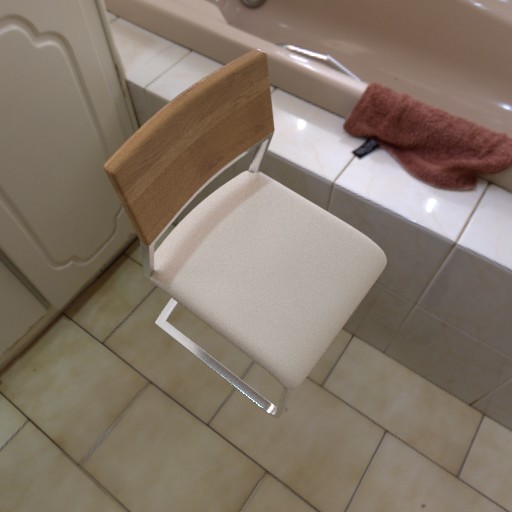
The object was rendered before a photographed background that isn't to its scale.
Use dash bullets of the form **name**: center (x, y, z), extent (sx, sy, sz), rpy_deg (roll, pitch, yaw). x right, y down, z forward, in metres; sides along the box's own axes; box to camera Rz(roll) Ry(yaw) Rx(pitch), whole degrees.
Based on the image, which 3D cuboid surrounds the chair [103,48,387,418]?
- **chair**: center (0.000, 0.000, 1.202), extent (0.585, 0.844, 0.467), rpy_deg (33, 63, 19)
